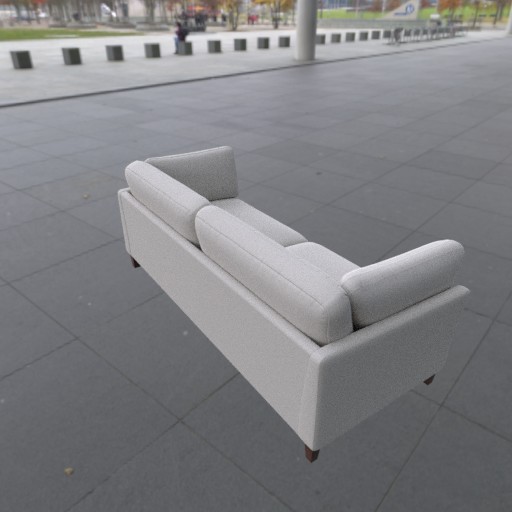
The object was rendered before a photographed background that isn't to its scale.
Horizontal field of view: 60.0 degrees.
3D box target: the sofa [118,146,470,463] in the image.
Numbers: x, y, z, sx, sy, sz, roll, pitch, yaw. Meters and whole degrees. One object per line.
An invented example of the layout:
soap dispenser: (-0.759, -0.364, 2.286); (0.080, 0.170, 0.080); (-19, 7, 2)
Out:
sofa: (0.000, 0.000, 2.791); (0.957, 0.863, 2.301); (-18, 34, -30)
